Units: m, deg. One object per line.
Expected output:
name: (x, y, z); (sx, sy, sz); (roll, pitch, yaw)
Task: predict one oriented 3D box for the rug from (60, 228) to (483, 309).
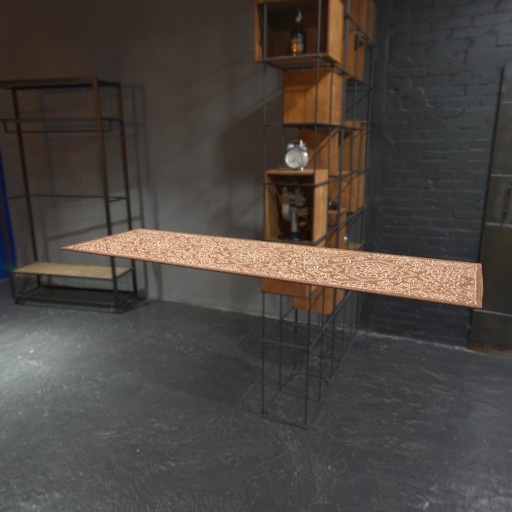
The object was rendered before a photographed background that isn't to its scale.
rug: (0.000, 0.000, 2.669); (2.448, 0.012, 0.769); (7, 16, 25)
